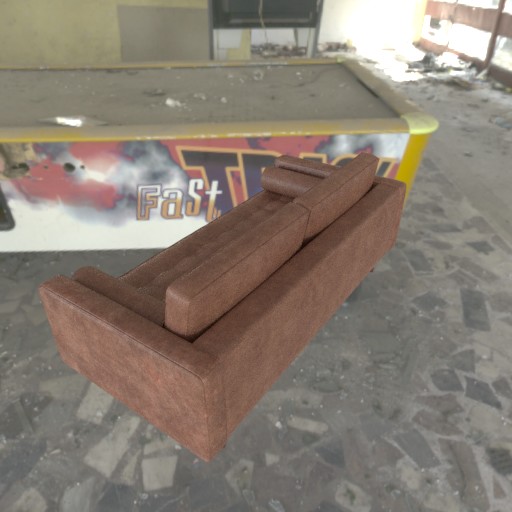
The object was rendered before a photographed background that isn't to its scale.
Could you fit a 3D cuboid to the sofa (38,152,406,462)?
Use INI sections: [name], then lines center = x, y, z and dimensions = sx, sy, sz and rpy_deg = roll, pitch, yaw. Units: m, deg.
[sofa]
center = 0.000, 0.000, 2.304
dimensions = 0.910, 0.760, 1.870
rpy_deg = 21, 38, 29
